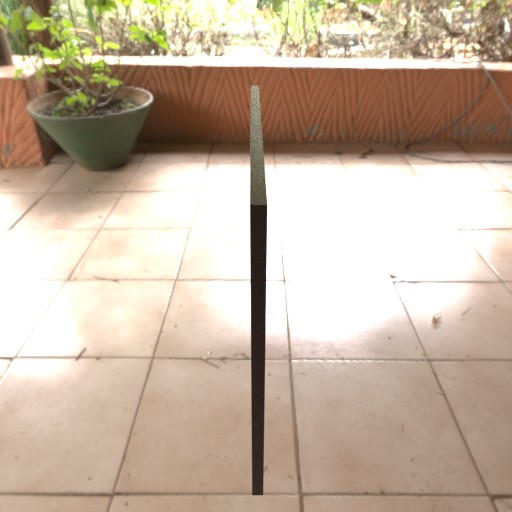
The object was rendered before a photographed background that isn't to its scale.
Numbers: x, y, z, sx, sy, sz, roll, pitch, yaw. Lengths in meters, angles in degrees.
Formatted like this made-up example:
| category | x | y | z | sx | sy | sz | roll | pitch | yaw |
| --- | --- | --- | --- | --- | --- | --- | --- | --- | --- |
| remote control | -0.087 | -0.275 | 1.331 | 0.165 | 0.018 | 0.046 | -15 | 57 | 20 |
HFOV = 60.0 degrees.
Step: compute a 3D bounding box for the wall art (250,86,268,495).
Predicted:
| category | x | y | z | sx | sy | sz | roll | pitch | yaw |
| --- | --- | --- | --- | --- | --- | --- | --- | --- | --- |
| wall art | 0.000 | 0.000 | 1.602 | 0.034 | 0.952 | 1.207 | 0 | 31 | 0 |
